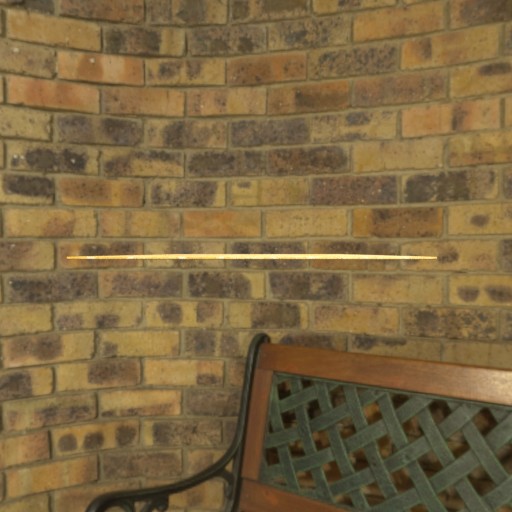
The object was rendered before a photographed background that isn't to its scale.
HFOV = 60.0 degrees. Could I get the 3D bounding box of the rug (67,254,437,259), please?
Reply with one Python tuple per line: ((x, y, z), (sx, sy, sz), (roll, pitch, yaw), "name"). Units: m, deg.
((0.000, 0.000, 2.357), (1.213, 0.010, 1.829), (0, 0, 1), "rug")
